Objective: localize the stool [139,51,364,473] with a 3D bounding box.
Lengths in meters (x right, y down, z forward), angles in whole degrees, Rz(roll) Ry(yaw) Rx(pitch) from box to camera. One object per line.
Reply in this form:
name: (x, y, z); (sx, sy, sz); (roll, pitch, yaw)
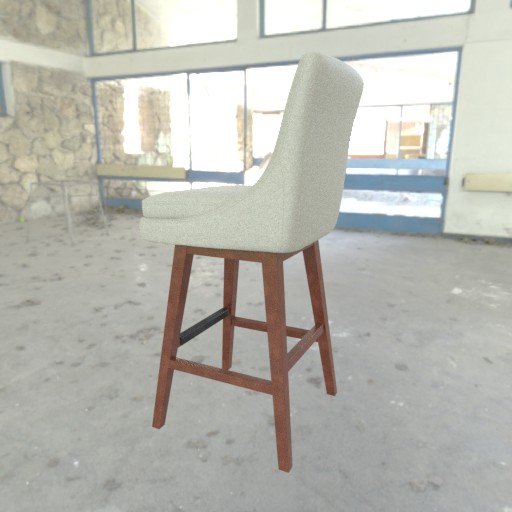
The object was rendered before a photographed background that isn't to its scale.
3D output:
stool: (0.000, 0.000, 1.400); (0.559, 1.092, 0.470); (7, 15, 26)
